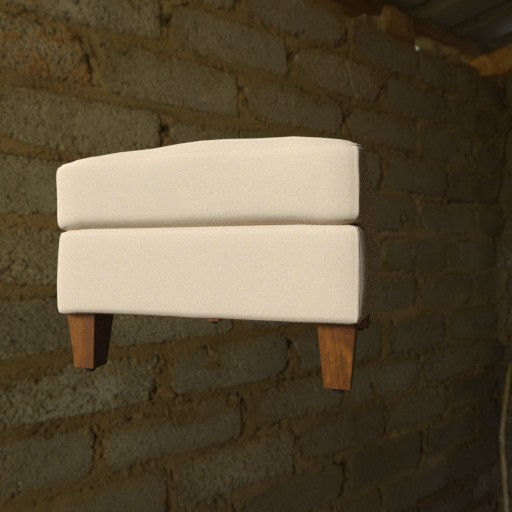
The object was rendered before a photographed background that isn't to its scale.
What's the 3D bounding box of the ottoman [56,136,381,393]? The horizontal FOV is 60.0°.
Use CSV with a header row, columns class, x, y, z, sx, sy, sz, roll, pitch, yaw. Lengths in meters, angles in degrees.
class,x,y,z,sx,sy,sz,roll,pitch,yaw
ottoman,0.000,0.000,1.191,0.634,0.485,0.818,0,0,17
